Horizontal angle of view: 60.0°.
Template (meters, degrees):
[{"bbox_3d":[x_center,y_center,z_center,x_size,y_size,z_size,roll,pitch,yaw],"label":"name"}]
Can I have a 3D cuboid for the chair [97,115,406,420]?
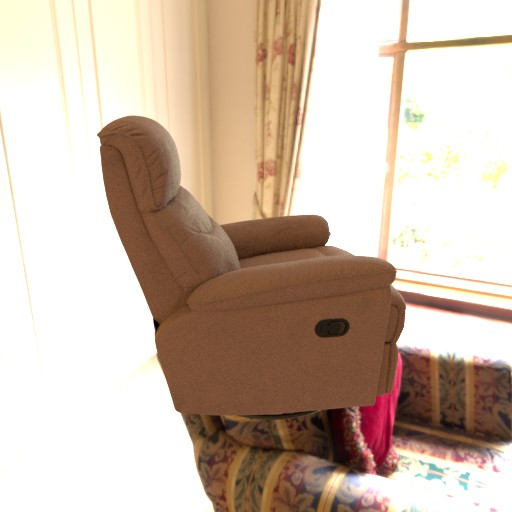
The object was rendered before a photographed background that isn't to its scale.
[{"bbox_3d":[0.000,0.000,1.717,1.004,1.037,0.820,-3,18,-9],"label":"chair"}]
